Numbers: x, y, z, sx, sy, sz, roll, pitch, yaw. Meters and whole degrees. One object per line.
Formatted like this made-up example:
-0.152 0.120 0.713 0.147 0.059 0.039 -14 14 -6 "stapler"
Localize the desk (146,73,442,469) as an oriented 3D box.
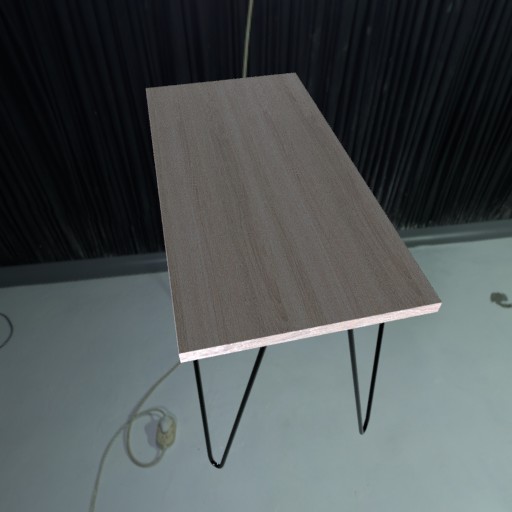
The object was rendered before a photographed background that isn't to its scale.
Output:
0.000 0.000 1.373 0.499 0.660 0.991 -9 48 -9 "desk"
